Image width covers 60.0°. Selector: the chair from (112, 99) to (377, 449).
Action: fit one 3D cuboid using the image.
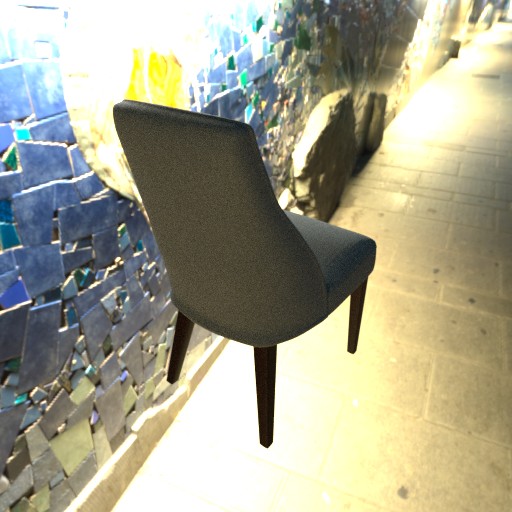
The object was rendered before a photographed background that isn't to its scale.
[{"bbox_3d":[0.000,0.000,1.293,0.500,0.930,0.620,22,37,32],"label":"chair"}]
